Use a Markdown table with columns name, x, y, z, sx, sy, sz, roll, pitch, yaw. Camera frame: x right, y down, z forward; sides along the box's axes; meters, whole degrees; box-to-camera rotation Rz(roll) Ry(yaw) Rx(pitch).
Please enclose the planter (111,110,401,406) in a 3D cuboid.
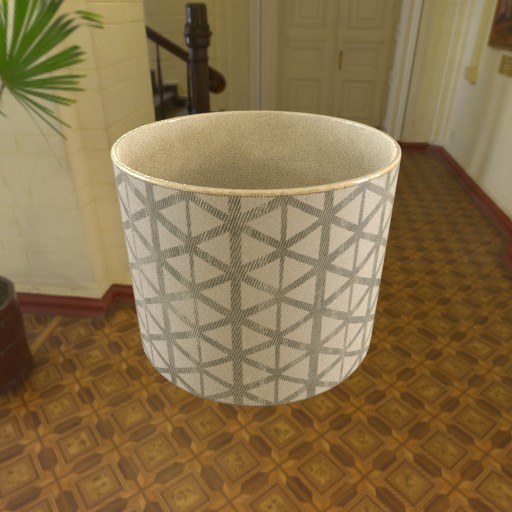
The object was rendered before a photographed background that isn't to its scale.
| name | x | y | z | sx | sy | sz | roll | pitch | yaw |
| --- | --- | --- | --- | --- | --- | --- | --- | --- | --- |
| planter | 0.000 | 0.000 | 0.455 | 0.250 | 0.239 | 0.250 | 0 | 30 | 0 |
